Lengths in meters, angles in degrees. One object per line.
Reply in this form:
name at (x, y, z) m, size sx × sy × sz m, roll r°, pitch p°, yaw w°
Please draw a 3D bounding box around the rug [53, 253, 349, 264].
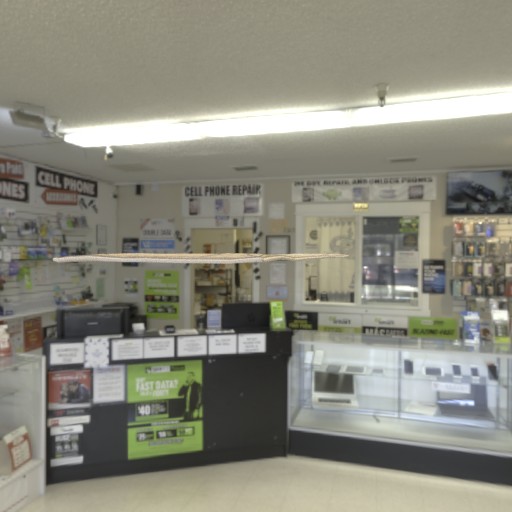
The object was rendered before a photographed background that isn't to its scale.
rug at (0.000, 0.000, 2.658) m, size 0.831 × 0.036 × 2.381 m, roll 0°, pitch 0°, yaw 18°
